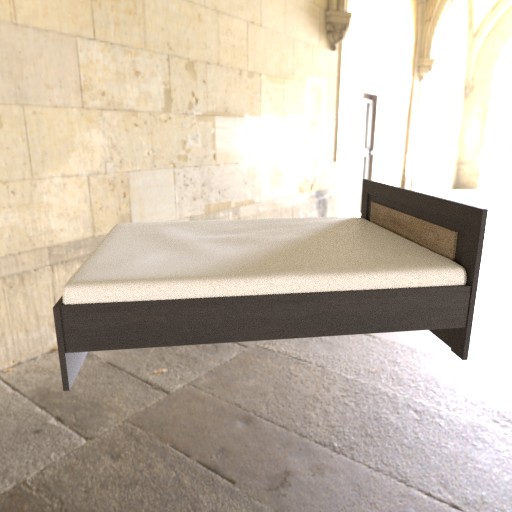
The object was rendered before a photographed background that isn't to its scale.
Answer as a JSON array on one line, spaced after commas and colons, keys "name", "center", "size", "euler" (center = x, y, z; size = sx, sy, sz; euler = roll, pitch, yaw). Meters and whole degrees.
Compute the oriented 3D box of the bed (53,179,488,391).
[{"name": "bed", "center": [0.000, 0.000, 2.893], "size": [2.073, 0.823, 1.585], "euler": [-2, 15, -8]}]
